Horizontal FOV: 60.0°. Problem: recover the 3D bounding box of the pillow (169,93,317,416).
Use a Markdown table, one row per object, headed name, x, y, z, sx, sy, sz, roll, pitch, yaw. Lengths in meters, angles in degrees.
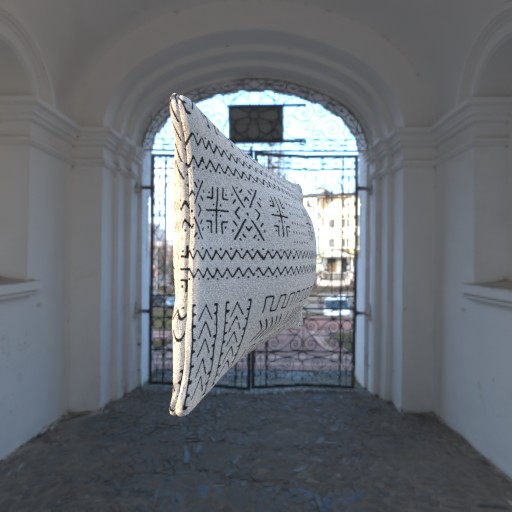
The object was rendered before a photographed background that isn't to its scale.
| name | x | y | z | sx | sy | sz | roll | pitch | yaw |
| --- | --- | --- | --- | --- | --- | --- | --- | --- | --- |
| pillow | 0.000 | 0.000 | 0.773 | 0.188 | 0.352 | 0.637 | 0 | 0 | 17 |
